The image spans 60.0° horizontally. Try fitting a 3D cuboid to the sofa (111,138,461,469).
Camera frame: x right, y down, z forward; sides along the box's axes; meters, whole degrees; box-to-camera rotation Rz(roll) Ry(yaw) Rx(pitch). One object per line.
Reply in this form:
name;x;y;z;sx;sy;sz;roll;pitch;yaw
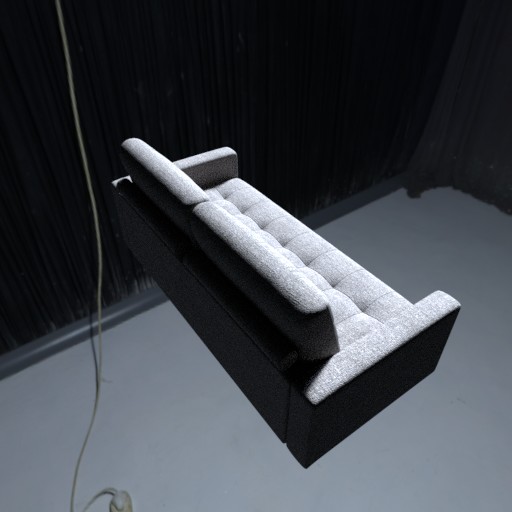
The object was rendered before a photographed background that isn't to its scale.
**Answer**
sofa;0.000;0.000;2.325;0.863;0.902;1.821;-24;45;-27
